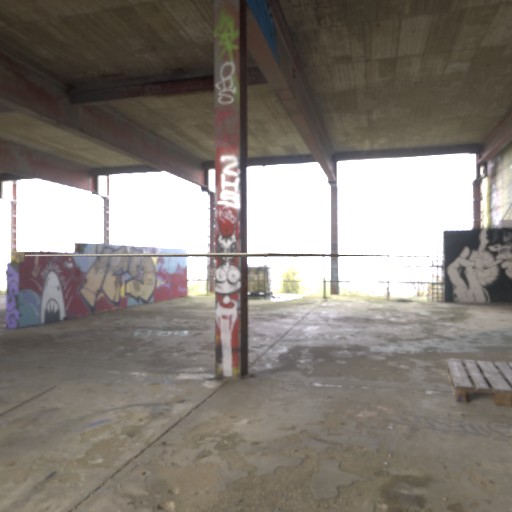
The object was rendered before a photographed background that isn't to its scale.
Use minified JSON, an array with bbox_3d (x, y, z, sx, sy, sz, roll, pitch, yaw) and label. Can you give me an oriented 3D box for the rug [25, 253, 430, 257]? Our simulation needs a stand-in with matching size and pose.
[{"bbox_3d":[0.000,0.000,4.088,2.330,0.010,3.061,0,0,35],"label":"rug"}]
